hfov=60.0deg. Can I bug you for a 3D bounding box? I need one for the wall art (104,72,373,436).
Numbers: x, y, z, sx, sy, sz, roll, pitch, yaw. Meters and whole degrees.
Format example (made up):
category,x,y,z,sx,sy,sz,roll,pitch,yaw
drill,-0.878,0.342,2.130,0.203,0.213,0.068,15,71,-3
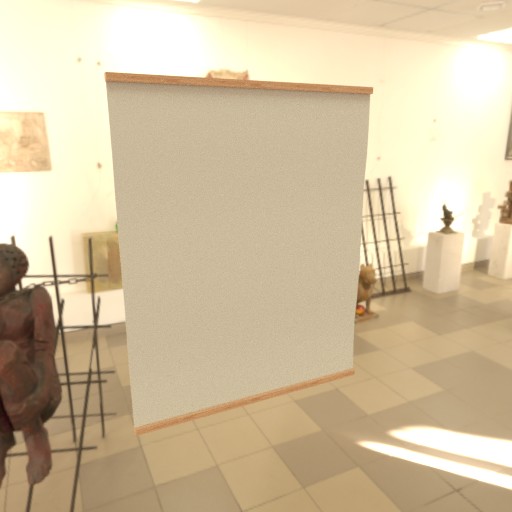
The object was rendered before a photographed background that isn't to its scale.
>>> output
category,x,y,z,sx,sy,sz,roll,pitch,yaw
wall art,0.000,0.000,0.687,0.406,0.508,0.013,-7,17,-25
